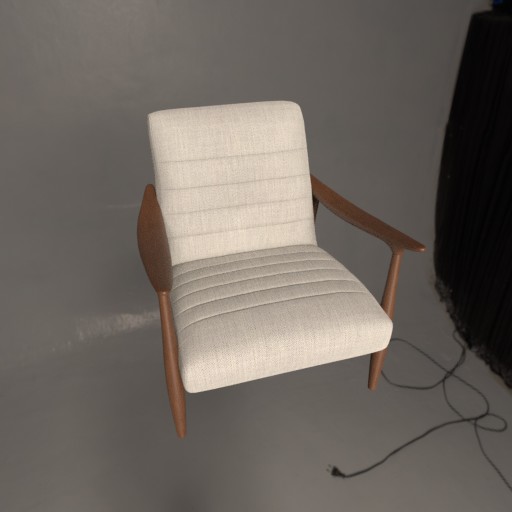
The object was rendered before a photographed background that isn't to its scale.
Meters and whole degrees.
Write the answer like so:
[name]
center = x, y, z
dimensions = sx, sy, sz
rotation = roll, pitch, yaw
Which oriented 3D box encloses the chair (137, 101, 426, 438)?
[chair]
center = 0.000, 0.000, 1.476
dimensions = 0.741, 0.832, 0.798
rotation = -9, 32, -14
